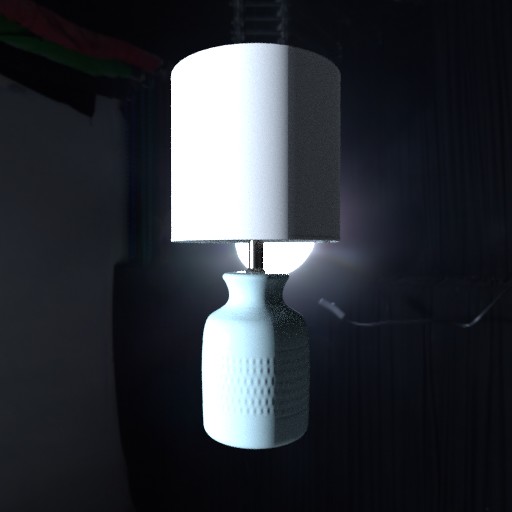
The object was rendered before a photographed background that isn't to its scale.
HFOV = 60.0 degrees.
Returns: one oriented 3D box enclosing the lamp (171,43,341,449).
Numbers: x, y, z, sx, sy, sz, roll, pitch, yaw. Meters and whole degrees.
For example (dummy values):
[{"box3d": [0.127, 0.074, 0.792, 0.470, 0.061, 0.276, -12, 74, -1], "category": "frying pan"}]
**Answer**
[{"box3d": [0.000, 0.000, 1.115, 0.418, 0.871, 0.418, 0, 1, 35], "category": "lamp"}]
